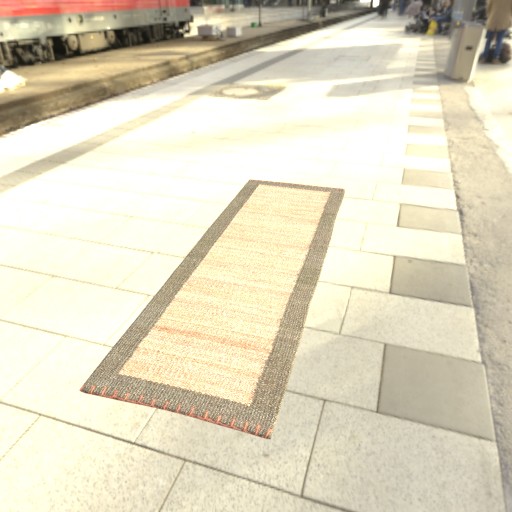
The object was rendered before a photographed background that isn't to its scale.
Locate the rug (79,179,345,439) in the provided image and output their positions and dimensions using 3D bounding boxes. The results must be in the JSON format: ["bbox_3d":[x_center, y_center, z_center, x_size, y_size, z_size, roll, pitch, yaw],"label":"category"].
[{"bbox_3d":[0.000,0.000,2.664,0.810,0.016,2.413,8,32,14],"label":"rug"}]
